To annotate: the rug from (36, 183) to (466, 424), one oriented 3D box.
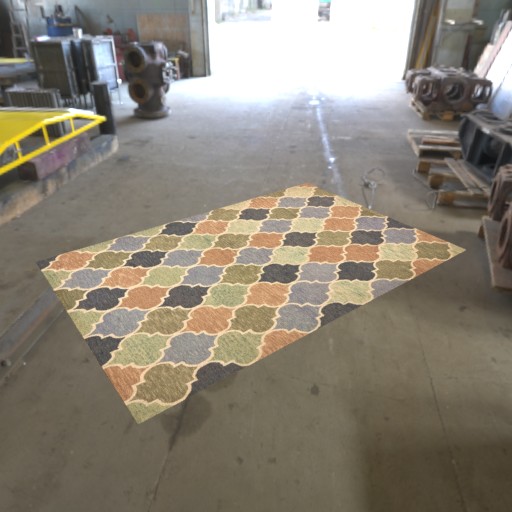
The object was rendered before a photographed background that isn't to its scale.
[{"bbox_3d":[0.000,0.000,2.263,1.828,0.006,1.216,-21,36,-31],"label":"rug"}]
